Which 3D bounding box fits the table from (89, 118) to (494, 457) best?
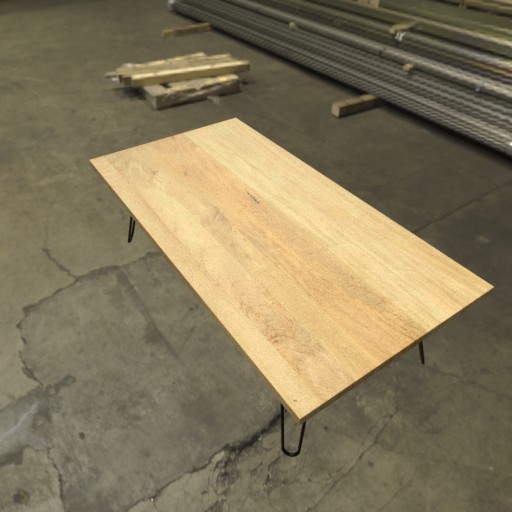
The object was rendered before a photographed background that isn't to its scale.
[{"bbox_3d":[0.000,0.000,1.644,0.699,0.400,1.348,-25,47,-25],"label":"table"}]
